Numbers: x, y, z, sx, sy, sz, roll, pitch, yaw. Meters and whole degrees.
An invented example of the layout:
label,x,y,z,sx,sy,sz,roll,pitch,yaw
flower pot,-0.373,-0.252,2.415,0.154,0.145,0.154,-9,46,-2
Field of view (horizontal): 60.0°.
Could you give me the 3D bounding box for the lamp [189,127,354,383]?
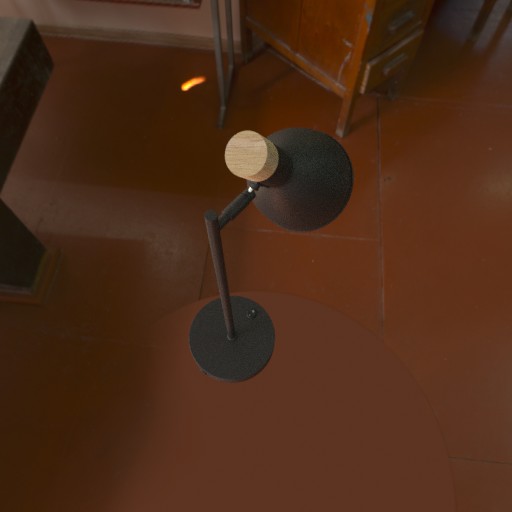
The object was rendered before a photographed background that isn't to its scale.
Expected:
label,x,y,z,sx,sy,sz,roll,pitch,yaw
lamp,0.000,0.000,0.603,0.152,0.483,0.287,37,69,17
